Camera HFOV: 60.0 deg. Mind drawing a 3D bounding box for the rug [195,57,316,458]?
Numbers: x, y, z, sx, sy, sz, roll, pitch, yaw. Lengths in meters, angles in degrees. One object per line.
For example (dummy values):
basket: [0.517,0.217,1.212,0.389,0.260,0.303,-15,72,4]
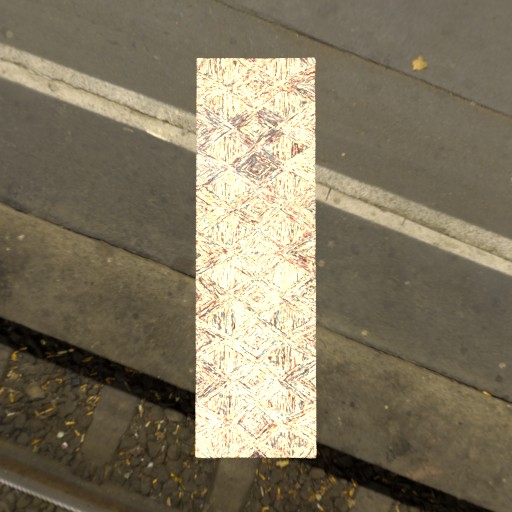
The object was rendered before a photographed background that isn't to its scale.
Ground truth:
rug: [0.000,0.000,2.538,0.688,0.015,2.292,0,89,0]
